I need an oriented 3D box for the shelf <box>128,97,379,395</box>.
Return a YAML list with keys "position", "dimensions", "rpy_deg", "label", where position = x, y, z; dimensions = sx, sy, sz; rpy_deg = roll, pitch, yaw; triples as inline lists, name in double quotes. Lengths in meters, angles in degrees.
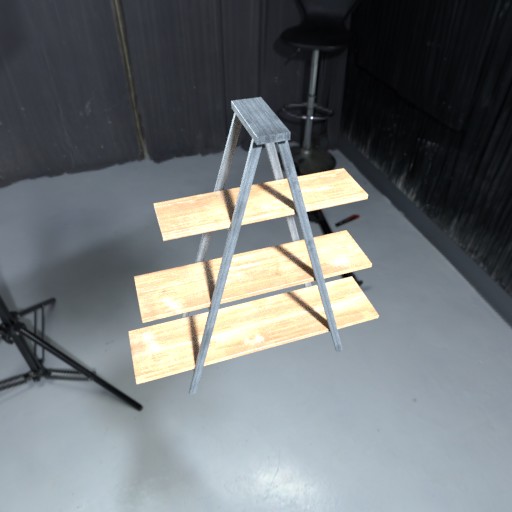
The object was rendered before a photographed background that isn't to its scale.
- position: [0.000, 0.000, 2.731]
  dimensions: [1.746, 1.808, 0.508]
  rpy_deg: [-13, 44, -14]
  label: "shelf"
